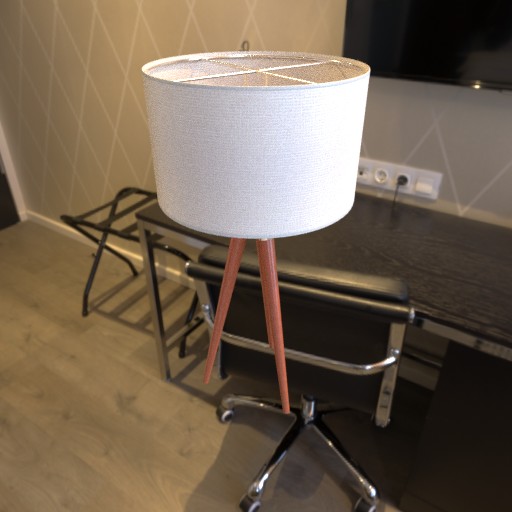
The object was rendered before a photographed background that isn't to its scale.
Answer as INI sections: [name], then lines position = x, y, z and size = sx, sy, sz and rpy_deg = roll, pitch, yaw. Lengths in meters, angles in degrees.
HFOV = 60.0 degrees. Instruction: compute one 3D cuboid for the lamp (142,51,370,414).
[lamp]
position = 0.000, 0.000, 0.887
size = 0.354, 0.709, 0.355
rpy_deg = 2, 31, 3
